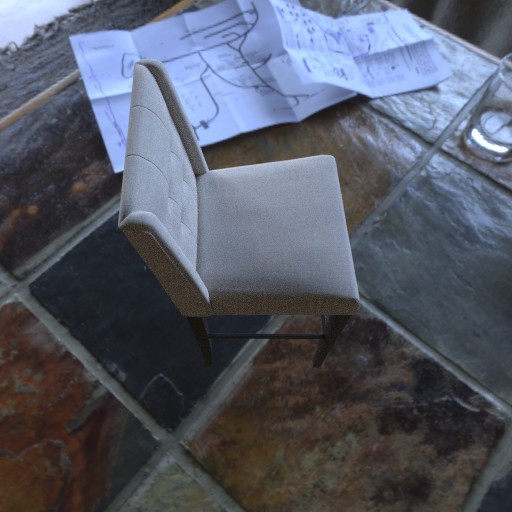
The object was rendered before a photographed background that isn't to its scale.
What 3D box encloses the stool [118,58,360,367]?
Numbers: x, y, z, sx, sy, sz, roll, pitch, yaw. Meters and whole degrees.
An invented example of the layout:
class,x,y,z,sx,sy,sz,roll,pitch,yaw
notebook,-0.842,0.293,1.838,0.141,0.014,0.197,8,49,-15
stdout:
class,x,y,z,sx,sy,sz,roll,pitch,yaw
stool,0.000,0.000,1.360,0.509,1.116,0.474,-3,63,-1
